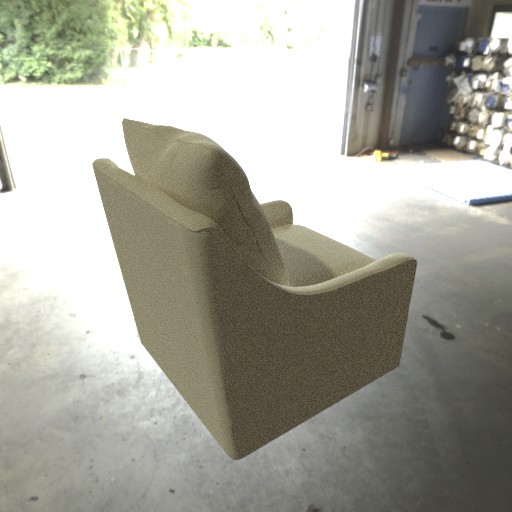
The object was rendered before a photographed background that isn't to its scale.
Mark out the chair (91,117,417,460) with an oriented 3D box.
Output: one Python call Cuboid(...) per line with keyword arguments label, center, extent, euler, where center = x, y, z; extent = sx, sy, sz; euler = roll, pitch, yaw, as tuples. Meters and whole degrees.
Cuboid(label="chair", center=(0.000, 0.000, 1.602), extent=(0.876, 0.965, 0.756), euler=(-17, 31, -31))
